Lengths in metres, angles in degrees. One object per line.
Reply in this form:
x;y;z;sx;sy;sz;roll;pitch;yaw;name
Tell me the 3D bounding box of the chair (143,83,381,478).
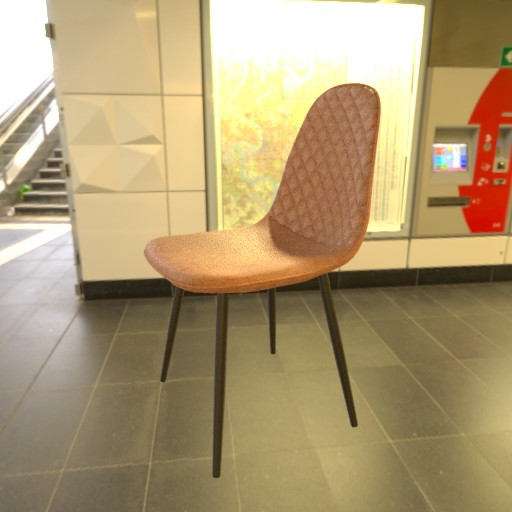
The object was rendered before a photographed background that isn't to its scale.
0.000;0.000;1.191;0.561;0.889;0.472;-8;18;-26;chair
